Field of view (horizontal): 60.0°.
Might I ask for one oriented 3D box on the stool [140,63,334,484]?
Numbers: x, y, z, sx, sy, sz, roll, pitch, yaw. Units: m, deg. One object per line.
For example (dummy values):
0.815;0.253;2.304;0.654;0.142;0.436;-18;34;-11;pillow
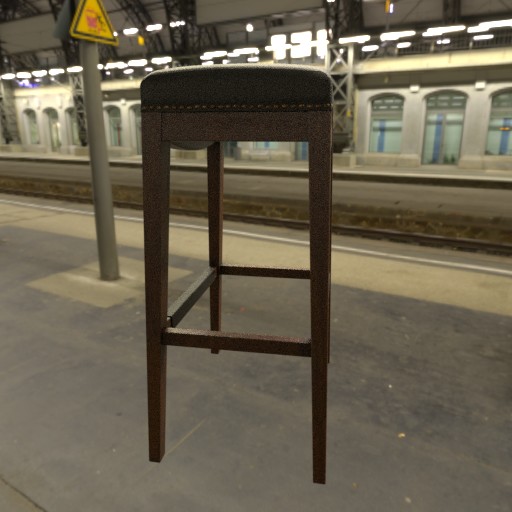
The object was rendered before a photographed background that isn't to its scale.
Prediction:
0.000;0.000;1.020;0.361;0.765;0.500;3;16;10;stool
